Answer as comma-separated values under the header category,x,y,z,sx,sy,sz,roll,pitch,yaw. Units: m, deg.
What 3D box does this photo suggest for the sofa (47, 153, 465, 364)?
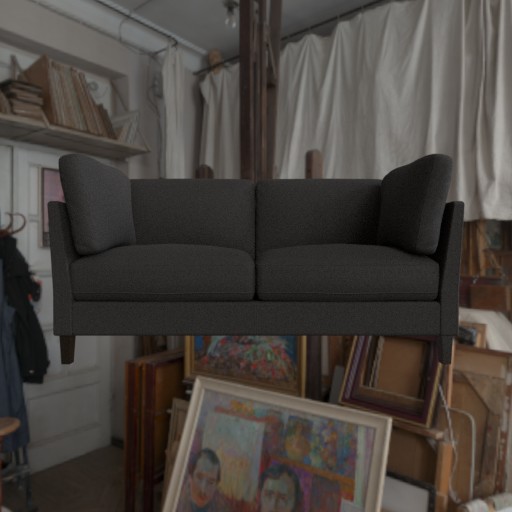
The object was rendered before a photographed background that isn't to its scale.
category,x,y,z,sx,sy,sz,roll,pitch,yaw
sofa,0.000,0.000,2.289,1.751,0.920,0.969,0,0,0
